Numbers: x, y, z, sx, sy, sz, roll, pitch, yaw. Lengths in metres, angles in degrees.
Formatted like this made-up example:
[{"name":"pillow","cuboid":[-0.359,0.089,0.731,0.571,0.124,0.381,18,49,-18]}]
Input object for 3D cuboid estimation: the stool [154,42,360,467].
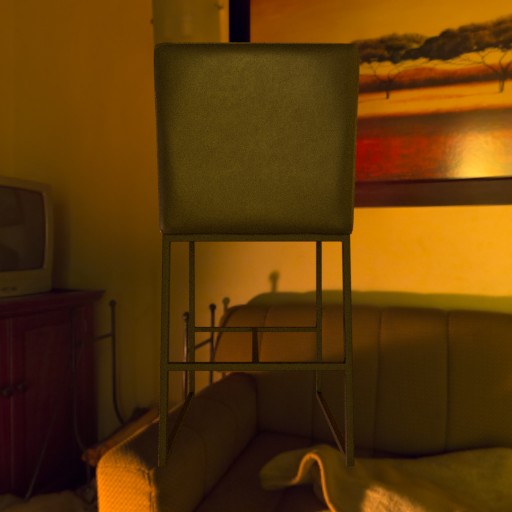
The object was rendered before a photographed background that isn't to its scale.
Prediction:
[{"name":"stool","cuboid":[0.000,0.000,1.222,0.457,0.938,0.552,0,0,0]}]
